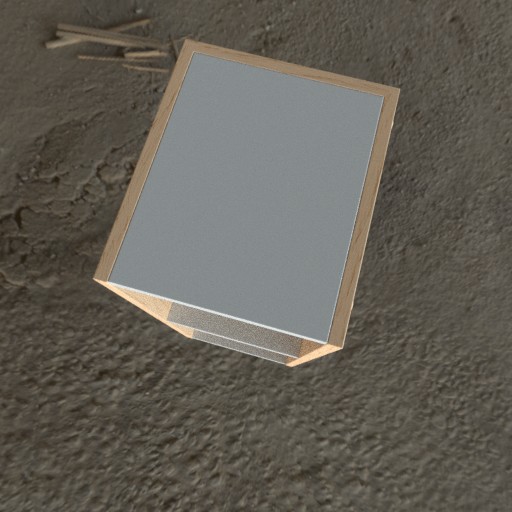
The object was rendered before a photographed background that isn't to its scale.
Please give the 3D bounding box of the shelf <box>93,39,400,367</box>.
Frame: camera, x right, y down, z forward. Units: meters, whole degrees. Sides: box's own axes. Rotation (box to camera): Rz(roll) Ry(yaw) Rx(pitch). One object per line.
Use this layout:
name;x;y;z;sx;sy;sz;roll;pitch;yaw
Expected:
shelf;0.000;0.000;0.745;0.250;0.600;0.290;15;75;4
